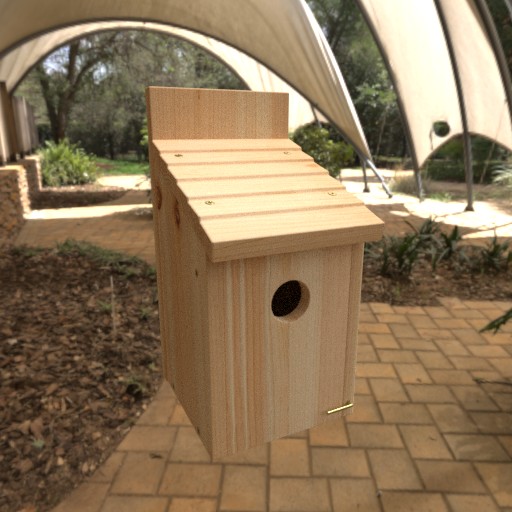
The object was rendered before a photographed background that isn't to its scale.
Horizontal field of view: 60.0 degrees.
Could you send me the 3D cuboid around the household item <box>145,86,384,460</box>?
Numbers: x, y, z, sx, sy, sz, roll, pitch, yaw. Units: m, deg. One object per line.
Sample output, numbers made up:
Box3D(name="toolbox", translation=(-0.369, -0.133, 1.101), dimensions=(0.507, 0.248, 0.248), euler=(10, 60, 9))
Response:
Box3D(name="household item", translation=(0.000, 0.000, 0.410), dimensions=(0.149, 0.300, 0.171), euler=(-8, 17, -25))
